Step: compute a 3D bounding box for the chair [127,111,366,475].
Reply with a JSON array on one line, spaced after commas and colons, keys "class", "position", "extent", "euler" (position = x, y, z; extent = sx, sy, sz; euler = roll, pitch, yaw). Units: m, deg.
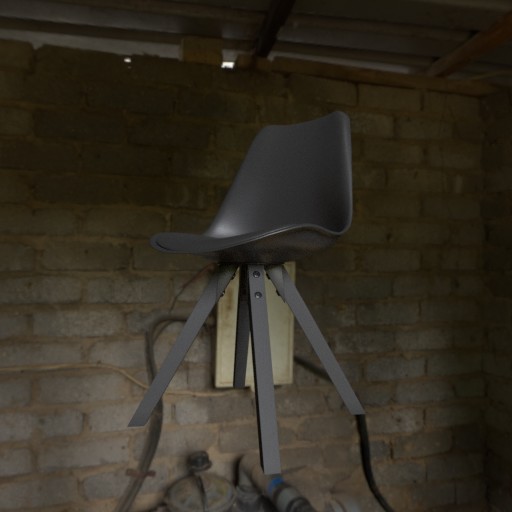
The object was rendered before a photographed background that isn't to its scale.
[{"class": "chair", "position": [0.000, 0.000, 1.171], "extent": [0.485, 0.850, 0.530], "euler": [0, -1, 36]}]
